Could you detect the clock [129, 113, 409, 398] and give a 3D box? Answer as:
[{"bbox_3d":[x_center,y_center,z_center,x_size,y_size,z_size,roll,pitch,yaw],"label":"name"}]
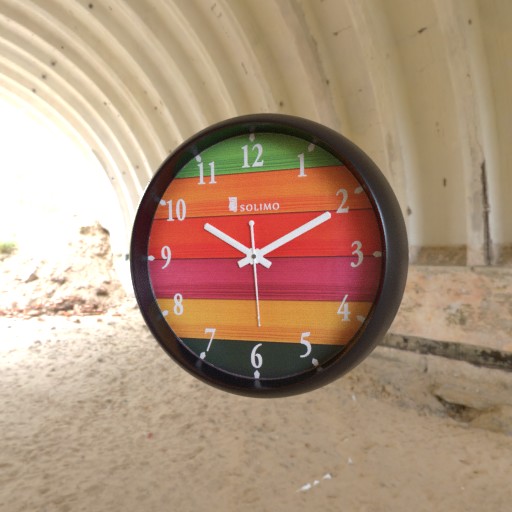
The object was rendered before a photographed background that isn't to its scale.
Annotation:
[{"bbox_3d":[0.000,0.000,0.460,0.300,0.300,0.060,0,0,18],"label":"clock"}]
